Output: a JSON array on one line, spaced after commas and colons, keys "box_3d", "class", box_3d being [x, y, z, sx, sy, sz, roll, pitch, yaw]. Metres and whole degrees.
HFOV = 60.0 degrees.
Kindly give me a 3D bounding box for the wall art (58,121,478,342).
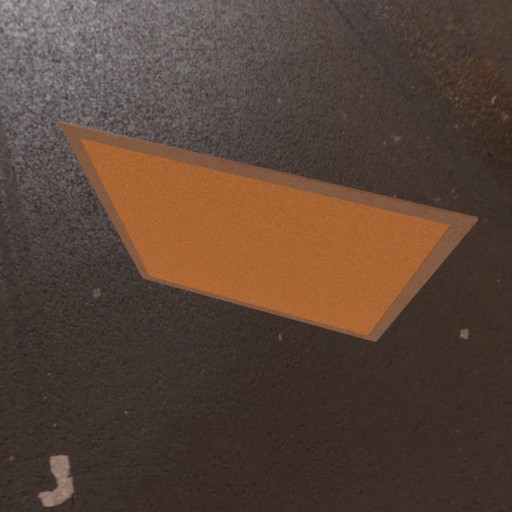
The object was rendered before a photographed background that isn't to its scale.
[{"box_3d": [0.000, 0.000, 1.668, 1.168, 1.067, 0.025, 14, 64, 7], "class": "wall art"}]
